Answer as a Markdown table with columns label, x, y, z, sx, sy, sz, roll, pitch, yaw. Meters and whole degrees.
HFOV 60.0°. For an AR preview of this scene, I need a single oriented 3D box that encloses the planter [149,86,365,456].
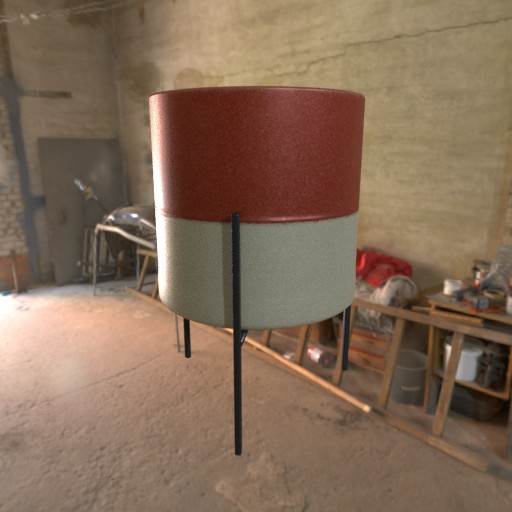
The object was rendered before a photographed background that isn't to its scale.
| label | x | y | z | sx | sy | sz | roll | pitch | yaw |
| --- | --- | --- | --- | --- | --- | --- | --- | --- | --- |
| planter | 0.000 | 0.000 | 0.524 | 0.235 | 0.354 | 0.251 | 2 | 15 | 9 |
